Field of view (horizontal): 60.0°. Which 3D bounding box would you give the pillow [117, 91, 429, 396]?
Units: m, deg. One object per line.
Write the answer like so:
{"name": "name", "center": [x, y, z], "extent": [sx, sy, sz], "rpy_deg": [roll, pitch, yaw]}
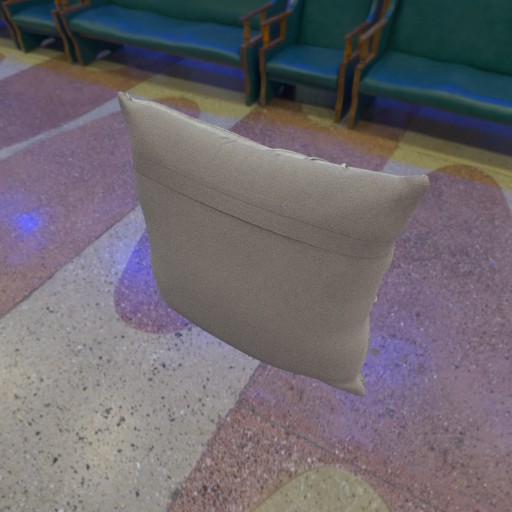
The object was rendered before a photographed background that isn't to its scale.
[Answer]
{"name": "pillow", "center": [0.000, 0.000, 0.684], "extent": [0.439, 0.440, 0.185], "rpy_deg": [23, 50, 21]}
